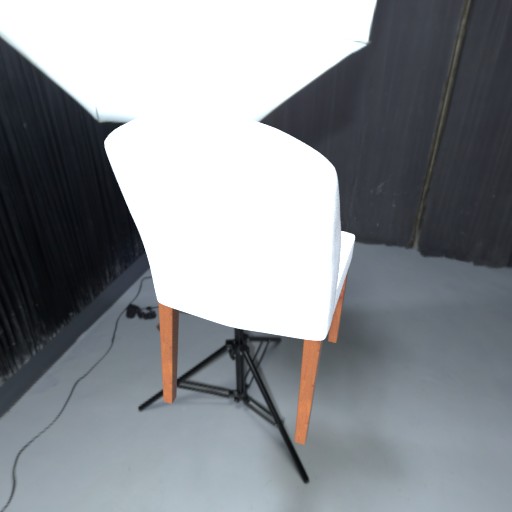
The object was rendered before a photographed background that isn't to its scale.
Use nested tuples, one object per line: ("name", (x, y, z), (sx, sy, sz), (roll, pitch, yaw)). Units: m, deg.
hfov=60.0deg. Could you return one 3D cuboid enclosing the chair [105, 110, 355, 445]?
("chair", (0.000, 0.000, 1.207), (0.472, 0.893, 0.540), (11, 33, 17))
